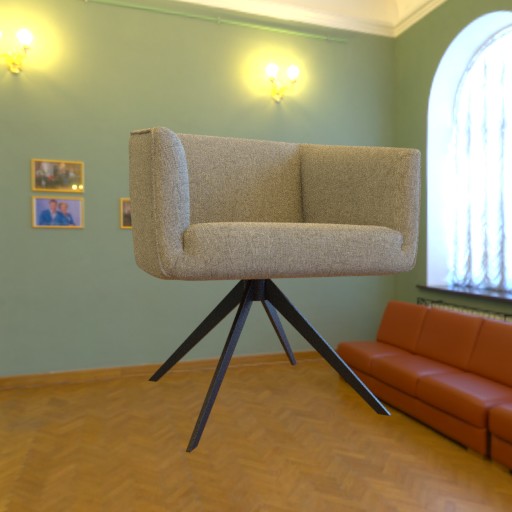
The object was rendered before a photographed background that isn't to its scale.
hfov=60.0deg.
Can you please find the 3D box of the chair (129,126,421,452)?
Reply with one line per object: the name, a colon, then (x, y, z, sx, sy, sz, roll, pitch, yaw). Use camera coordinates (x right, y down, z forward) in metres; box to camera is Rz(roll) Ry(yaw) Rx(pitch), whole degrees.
chair: (0.000, 0.000, 1.195, 0.628, 0.760, 0.623, -1, 2, -20)
